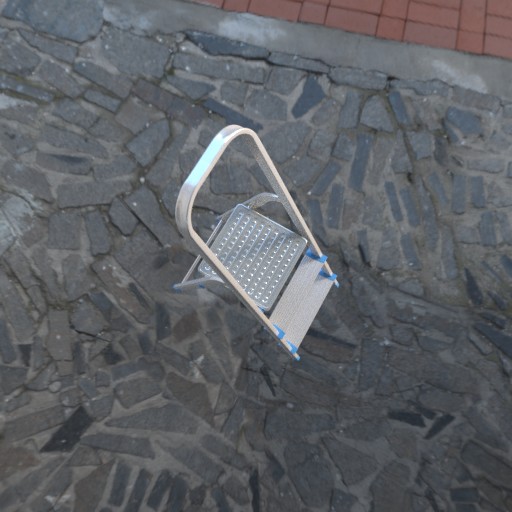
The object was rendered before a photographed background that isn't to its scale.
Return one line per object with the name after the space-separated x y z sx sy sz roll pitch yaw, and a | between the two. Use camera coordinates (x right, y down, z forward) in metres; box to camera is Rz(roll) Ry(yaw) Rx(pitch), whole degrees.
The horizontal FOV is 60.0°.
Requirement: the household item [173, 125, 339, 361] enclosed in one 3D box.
0.000 0.000 1.540 0.687 1.215 0.420 29 78 7 | household item
